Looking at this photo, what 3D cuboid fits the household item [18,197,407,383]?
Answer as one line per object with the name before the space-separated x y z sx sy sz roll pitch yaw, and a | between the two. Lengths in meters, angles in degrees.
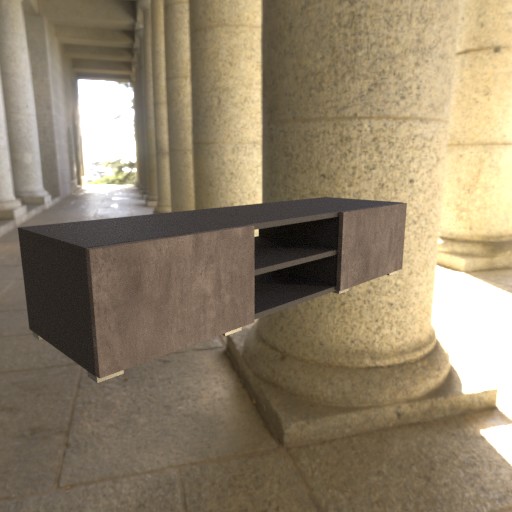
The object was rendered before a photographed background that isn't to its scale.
household item | 0.000 0.000 1.568 0.420 0.310 1.400 12 17 43
